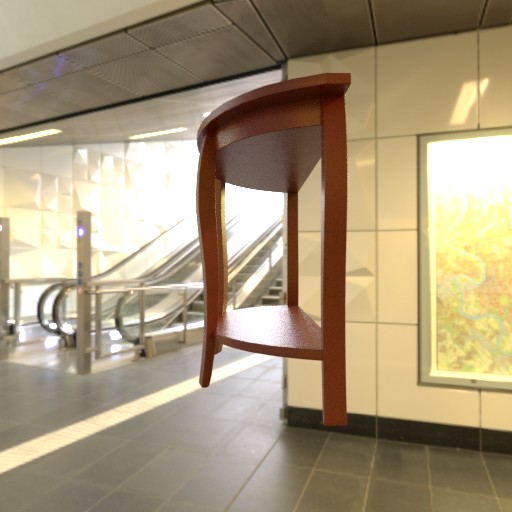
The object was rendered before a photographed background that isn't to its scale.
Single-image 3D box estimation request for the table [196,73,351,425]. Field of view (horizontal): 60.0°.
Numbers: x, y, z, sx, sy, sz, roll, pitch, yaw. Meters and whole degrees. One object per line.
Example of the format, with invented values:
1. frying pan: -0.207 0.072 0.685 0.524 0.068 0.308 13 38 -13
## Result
1. table: 0.000 0.000 1.562 0.405 0.779 1.219 0 -1 0
